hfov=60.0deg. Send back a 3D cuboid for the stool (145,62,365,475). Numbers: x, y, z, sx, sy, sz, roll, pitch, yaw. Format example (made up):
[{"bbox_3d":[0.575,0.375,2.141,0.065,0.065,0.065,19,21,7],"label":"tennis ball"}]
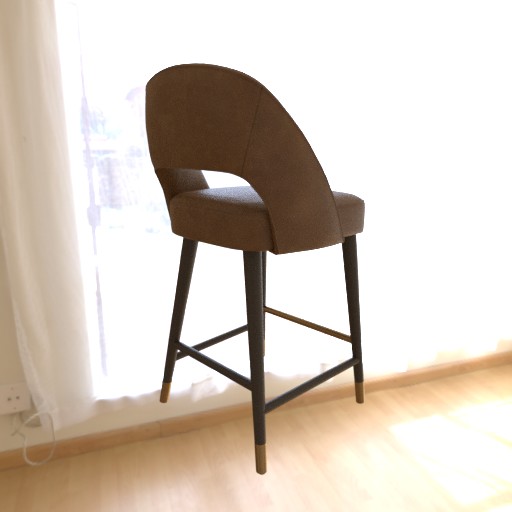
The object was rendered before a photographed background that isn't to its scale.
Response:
[{"bbox_3d":[0.000,0.000,1.239,0.509,0.940,0.494,-14,19,-43],"label":"stool"}]
